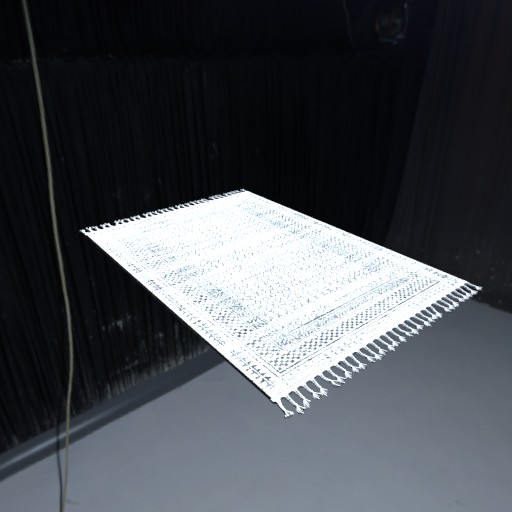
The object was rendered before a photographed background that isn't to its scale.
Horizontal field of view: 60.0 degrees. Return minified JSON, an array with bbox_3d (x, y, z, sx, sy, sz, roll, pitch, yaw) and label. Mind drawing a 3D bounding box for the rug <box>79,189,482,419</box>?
[{"bbox_3d":[0.000,0.000,2.353,1.243,0.013,1.872,-20,33,-34],"label":"rug"}]
